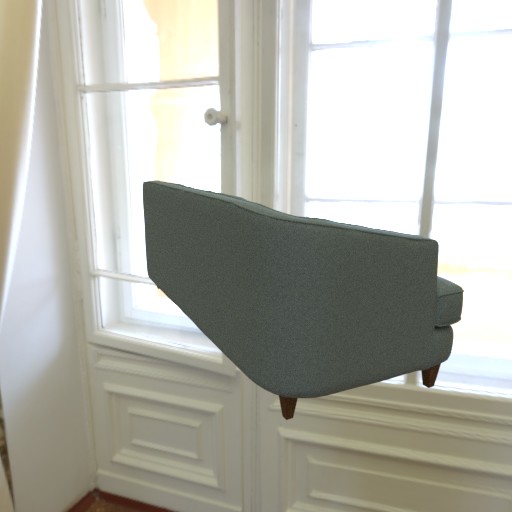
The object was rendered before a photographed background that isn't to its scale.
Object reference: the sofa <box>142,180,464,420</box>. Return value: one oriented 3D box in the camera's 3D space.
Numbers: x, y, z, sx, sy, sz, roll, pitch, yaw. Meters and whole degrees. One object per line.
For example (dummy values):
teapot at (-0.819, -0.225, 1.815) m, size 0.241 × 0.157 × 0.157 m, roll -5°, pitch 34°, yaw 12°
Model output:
sofa at (0.000, 0.000, 2.696) m, size 0.941 × 0.855 × 2.278 m, roll -7°, pitch 15°, yaw -26°
